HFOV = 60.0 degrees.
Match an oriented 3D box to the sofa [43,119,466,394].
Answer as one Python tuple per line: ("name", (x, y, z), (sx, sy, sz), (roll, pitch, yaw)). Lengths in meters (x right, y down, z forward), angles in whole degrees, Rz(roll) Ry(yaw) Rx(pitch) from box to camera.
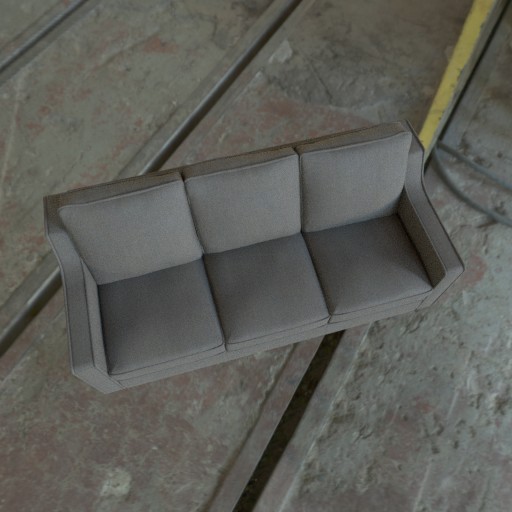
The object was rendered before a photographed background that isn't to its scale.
("sofa", (0.000, 0.000, 2.459), (1.986, 0.974, 0.911), (-14, 64, -7))
